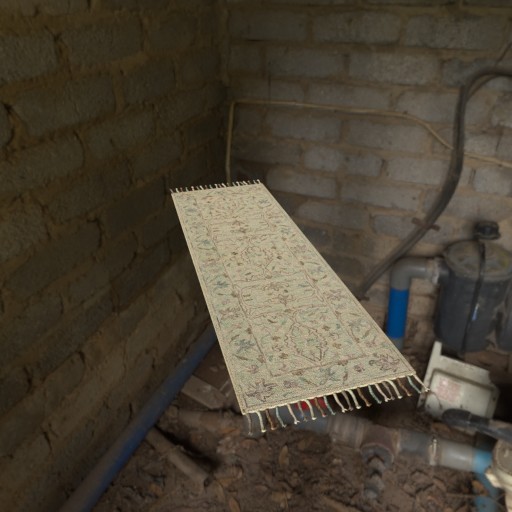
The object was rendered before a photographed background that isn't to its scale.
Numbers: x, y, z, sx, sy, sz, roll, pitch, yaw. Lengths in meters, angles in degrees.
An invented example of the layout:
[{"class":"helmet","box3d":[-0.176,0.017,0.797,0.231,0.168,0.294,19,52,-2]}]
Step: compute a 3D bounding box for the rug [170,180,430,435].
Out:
[{"class":"rug","box3d":[0.000,0.000,2.711,0.769,0.013,2.440,-8,32,-14]}]
